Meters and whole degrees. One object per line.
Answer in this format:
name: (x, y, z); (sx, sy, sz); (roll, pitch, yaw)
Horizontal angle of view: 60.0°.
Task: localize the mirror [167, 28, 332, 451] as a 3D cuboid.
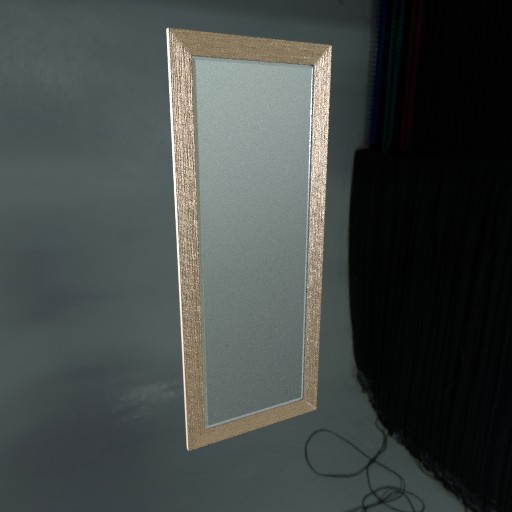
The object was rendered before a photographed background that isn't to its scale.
mirror: (0.000, 0.000, 2.260); (0.812, 2.031, 0.026); (-8, 17, -26)
